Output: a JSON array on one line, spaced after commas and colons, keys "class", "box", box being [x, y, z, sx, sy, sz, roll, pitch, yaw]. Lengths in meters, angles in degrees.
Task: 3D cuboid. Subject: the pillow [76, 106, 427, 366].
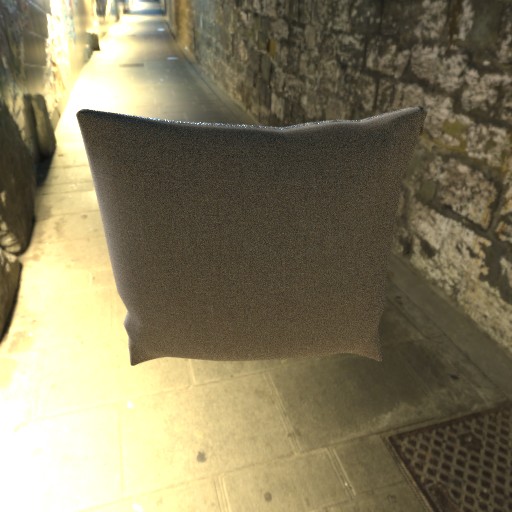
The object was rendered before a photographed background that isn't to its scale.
[{"class": "pillow", "box": [0.000, 0.000, 0.764, 0.508, 0.498, 0.215, -1, 31, -2]}]
